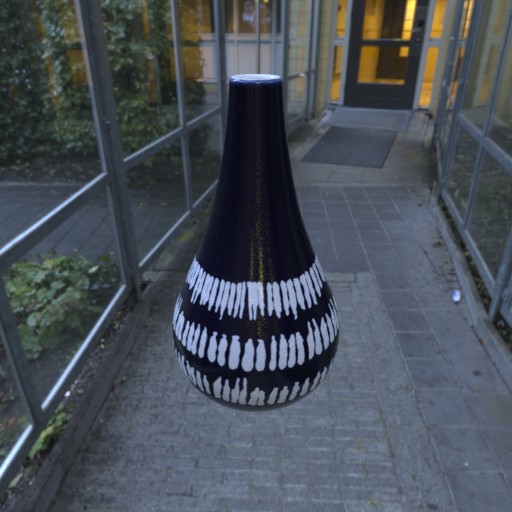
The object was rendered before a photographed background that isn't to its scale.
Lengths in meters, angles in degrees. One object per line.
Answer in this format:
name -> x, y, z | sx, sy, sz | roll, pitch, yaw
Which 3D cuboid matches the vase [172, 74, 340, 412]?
vase -> 0.000, 0.000, 0.391 | 0.159, 0.295, 0.159 | 0, 27, 0
